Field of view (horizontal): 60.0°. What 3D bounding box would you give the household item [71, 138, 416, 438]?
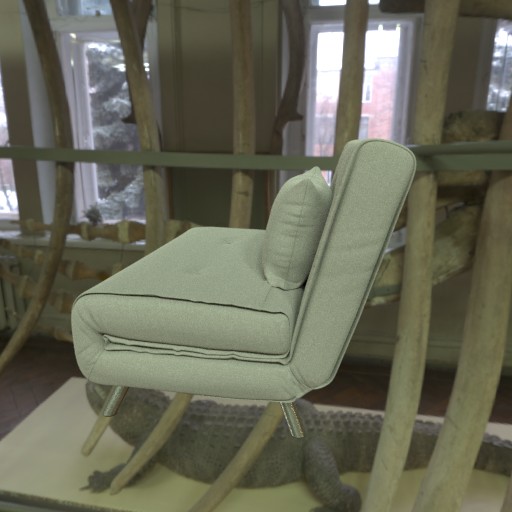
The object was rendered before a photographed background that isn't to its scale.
[{"bbox_3d":[0.000,0.000,1.571,0.874,0.800,1.000,3,15,10],"label":"household item"}]
